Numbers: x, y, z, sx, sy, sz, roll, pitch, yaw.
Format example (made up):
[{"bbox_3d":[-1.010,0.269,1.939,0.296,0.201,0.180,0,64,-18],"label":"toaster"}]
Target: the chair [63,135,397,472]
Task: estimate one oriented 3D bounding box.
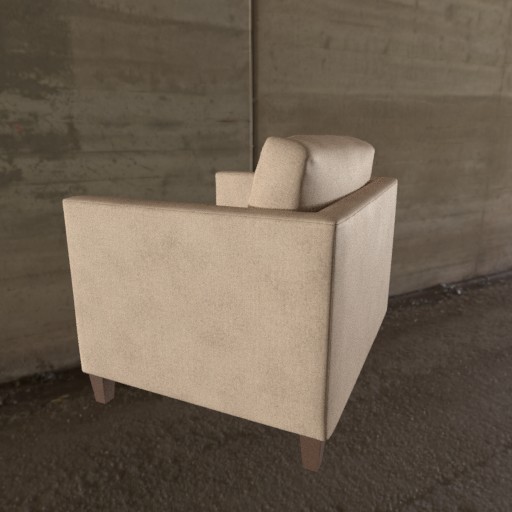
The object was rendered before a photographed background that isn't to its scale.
[{"bbox_3d":[0.000,0.000,1.811,0.959,0.961,1.133,7,17,24],"label":"chair"}]
